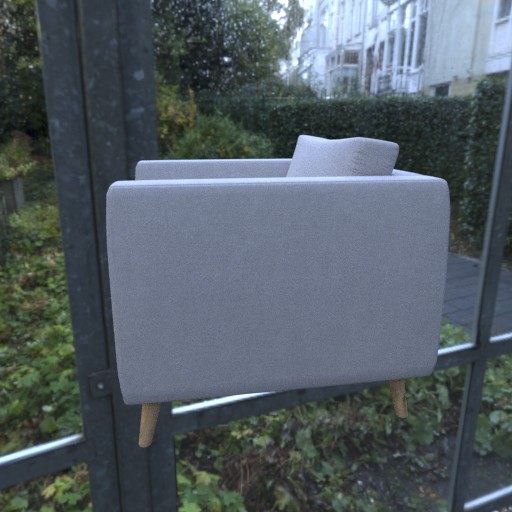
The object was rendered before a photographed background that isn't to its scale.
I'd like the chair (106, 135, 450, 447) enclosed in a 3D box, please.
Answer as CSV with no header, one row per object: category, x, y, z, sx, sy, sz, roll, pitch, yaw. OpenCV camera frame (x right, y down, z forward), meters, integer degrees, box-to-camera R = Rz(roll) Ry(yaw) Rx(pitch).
chair,0.000,0.000,1.647,0.930,0.860,1.000,-3,16,-9
